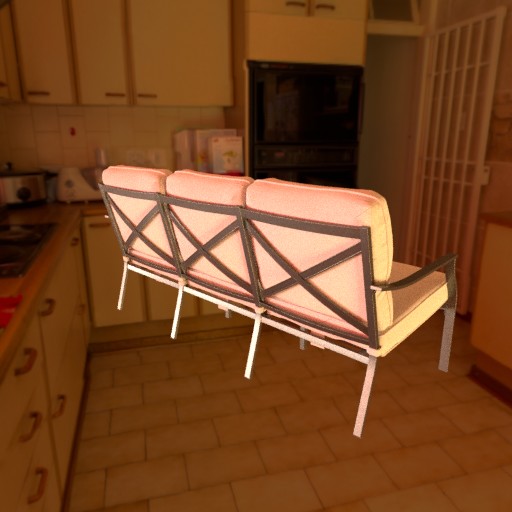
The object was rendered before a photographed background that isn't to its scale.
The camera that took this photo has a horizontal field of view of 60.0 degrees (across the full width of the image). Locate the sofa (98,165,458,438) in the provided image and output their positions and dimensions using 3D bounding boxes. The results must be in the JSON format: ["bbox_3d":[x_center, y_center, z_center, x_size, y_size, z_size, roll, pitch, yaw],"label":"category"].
[{"bbox_3d":[0.000,0.000,2.213,1.740,0.860,0.787,15,22,42],"label":"sofa"}]
